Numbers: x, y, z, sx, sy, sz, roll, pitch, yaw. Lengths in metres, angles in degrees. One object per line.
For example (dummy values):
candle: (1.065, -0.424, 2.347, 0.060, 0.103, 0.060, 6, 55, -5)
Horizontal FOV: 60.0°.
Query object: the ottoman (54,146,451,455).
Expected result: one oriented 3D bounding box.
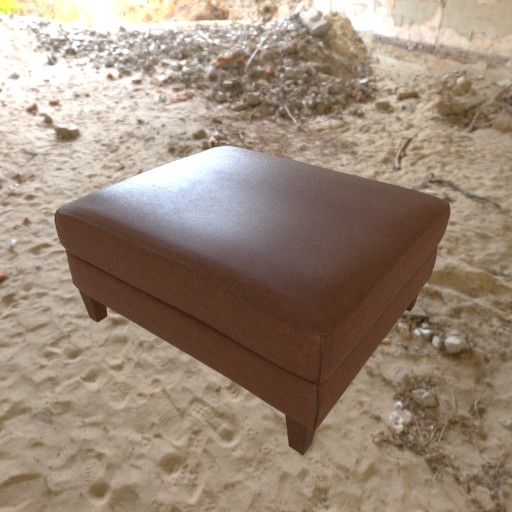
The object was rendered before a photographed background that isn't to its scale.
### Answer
ottoman: (0.000, 0.000, 1.487, 0.987, 0.472, 0.836, 22, 38, 31)
